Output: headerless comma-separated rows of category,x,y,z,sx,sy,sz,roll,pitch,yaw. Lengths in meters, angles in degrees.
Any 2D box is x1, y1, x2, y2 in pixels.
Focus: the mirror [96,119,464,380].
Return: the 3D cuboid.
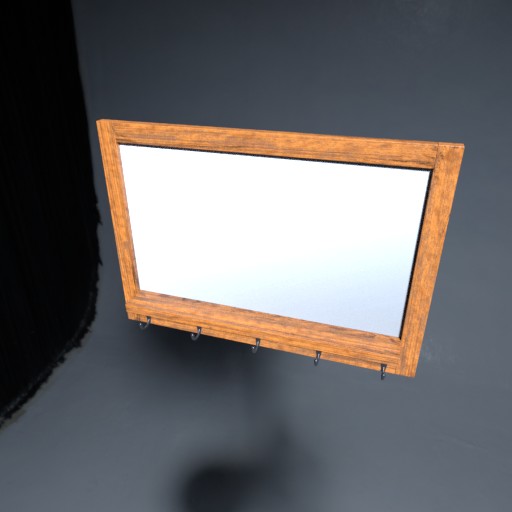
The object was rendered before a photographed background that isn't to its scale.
mirror,0.000,0.000,0.990,0.758,0.537,0.084,9,29,16
